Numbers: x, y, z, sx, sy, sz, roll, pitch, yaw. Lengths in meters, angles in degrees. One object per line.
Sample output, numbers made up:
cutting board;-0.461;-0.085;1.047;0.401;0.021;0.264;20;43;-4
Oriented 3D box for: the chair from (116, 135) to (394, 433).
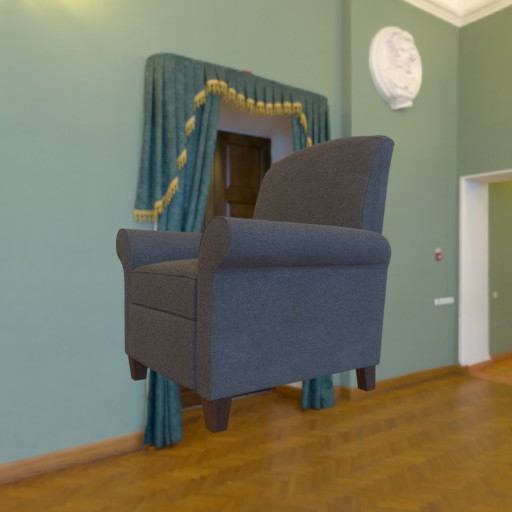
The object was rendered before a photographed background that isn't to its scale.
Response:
chair;0.000;0.000;1.859;0.905;1.061;0.978;0;1;-35
